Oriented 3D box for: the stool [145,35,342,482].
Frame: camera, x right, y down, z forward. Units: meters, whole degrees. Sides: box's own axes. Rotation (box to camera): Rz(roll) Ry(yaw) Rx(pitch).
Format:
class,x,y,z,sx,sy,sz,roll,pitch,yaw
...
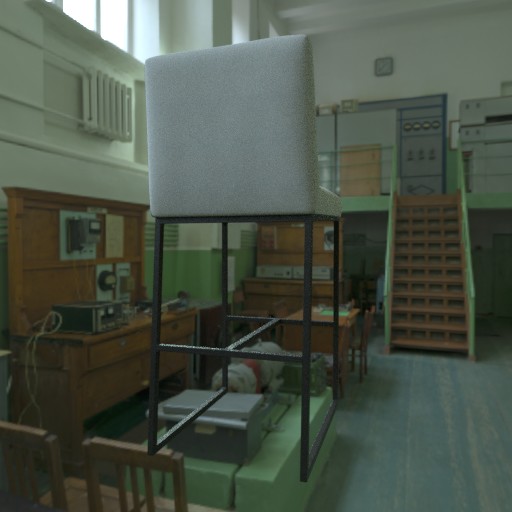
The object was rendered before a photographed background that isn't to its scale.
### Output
class,x,y,z,sx,sy,sz,roll,pitch,yaw
stool,0.000,0.000,1.369,0.464,1.061,0.573,1,2,18
